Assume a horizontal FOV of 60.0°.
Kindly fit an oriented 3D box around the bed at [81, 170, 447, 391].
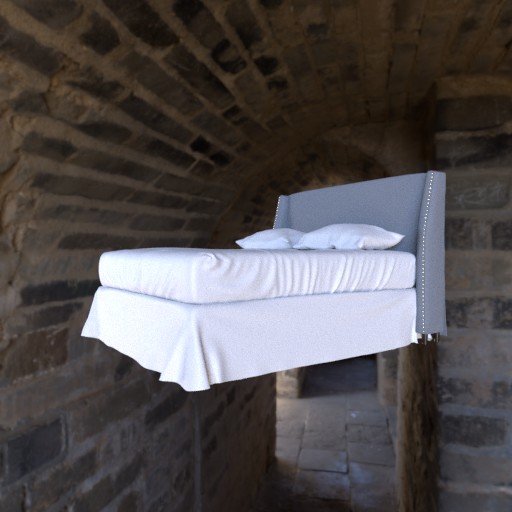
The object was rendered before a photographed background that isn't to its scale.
[{"bbox_3d":[0.000,0.000,3.535,2.276,1.332,1.925,0,1,-35],"label":"bed"}]
